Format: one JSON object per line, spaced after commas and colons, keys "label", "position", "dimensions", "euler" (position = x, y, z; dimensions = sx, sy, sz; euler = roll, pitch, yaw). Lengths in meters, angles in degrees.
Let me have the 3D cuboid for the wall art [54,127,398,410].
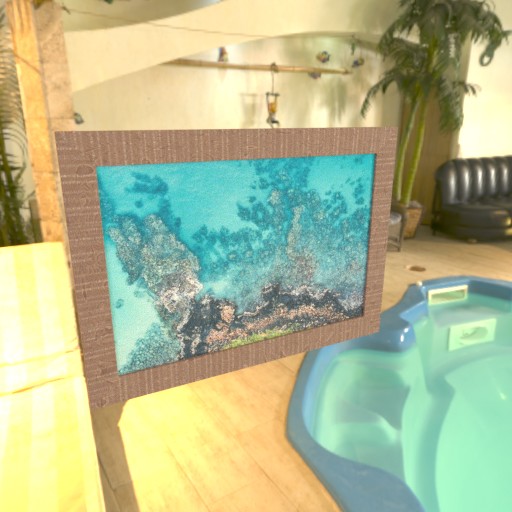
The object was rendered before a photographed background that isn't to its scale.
{"label": "wall art", "position": [0.000, 0.000, 1.377], "dimensions": [1.056, 0.761, 0.020], "euler": [-9, 19, -26]}
